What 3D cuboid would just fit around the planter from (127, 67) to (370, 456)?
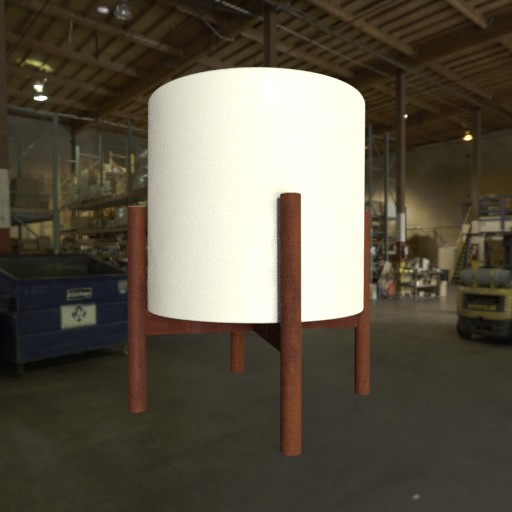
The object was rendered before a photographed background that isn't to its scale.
[{"bbox_3d":[0.000,0.000,0.885,0.420,0.581,0.421,0,1,35],"label":"planter"}]
